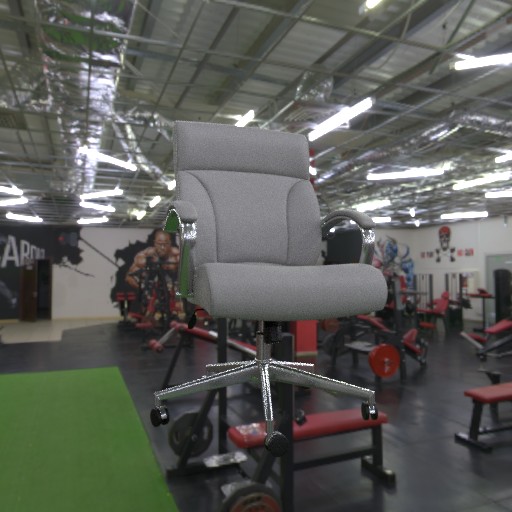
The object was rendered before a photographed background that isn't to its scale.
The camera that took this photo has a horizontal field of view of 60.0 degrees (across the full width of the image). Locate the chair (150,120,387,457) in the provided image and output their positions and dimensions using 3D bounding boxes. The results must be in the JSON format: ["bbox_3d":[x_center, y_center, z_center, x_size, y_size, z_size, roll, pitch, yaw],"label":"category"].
[{"bbox_3d":[0.000,0.000,1.573,0.727,1.099,0.745,1,-2,-20],"label":"chair"}]
